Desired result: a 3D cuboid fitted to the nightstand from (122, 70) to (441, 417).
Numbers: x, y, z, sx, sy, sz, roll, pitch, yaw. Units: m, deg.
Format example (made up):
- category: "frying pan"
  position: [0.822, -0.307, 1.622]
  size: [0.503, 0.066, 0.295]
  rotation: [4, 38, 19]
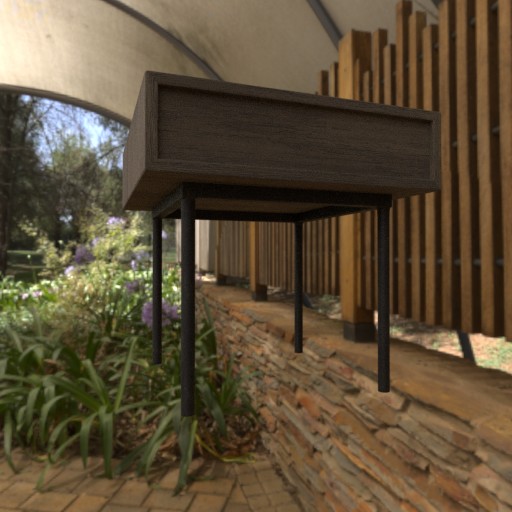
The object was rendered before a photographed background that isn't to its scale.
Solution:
- category: "nightstand"
  position: [0.000, 0.000, 0.916]
  size: [0.502, 0.497, 0.503]
  rotation: [0, -1, -20]
